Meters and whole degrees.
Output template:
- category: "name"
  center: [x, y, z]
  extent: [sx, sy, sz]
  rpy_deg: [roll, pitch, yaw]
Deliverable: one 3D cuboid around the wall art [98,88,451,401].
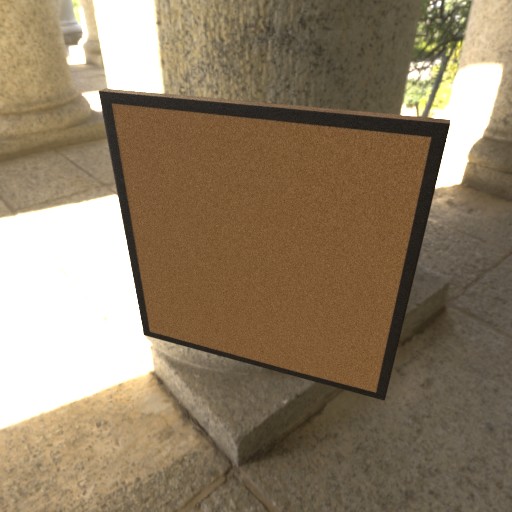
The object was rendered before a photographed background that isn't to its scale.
- category: "wall art"
  center: [0.000, 0.000, 1.031]
  extent: [0.695, 0.691, 0.029]
  rpy_deg: [11, 34, 17]
